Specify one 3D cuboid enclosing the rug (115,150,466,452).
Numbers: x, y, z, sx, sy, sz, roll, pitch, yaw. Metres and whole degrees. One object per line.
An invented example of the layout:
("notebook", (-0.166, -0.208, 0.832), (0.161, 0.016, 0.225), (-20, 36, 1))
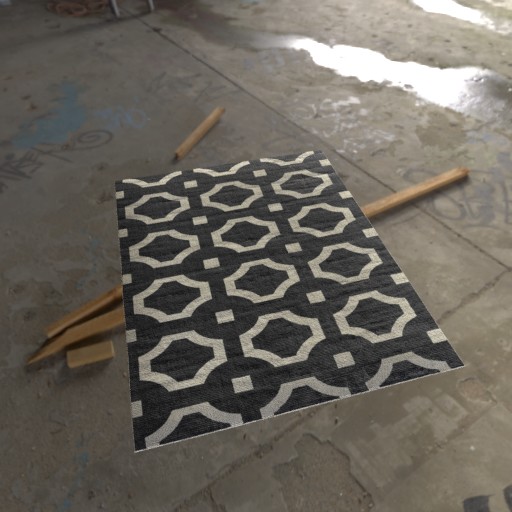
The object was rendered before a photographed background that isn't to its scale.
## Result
("rug", (0.000, 0.000, 4.145), (2.466, 0.021, 3.049), (-11, 47, -10))
